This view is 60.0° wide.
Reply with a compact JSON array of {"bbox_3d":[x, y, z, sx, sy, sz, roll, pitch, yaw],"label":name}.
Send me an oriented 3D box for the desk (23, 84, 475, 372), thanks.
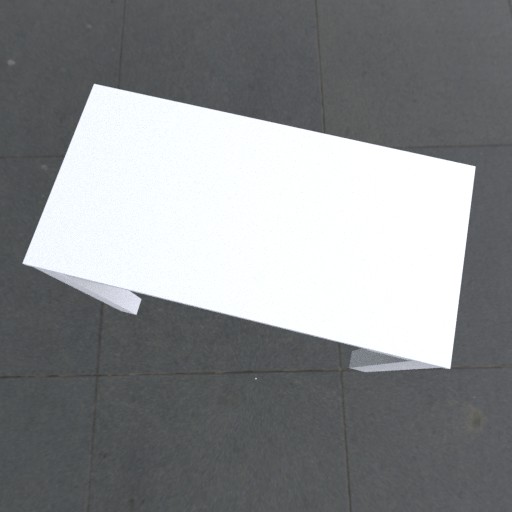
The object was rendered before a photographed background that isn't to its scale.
[{"bbox_3d":[0.000,0.000,1.424,0.990,0.762,0.497,13,75,4],"label":"desk"}]
